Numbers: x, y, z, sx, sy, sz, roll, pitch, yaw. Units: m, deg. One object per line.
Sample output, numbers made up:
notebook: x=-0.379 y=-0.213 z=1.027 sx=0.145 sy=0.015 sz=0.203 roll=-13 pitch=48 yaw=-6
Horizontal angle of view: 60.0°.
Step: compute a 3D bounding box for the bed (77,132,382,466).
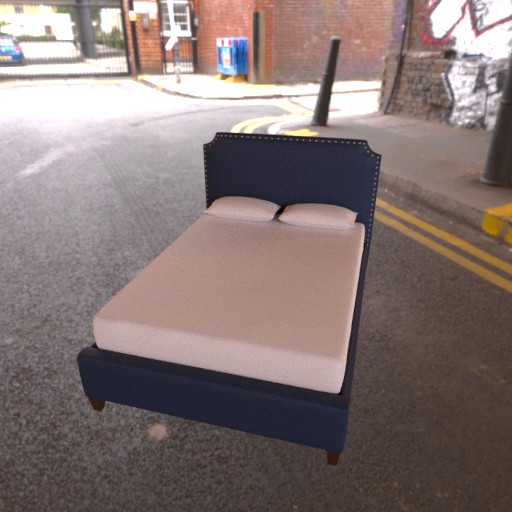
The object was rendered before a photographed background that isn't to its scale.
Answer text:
bed: x=0.000 y=0.000 z=3.468 sx=1.712 sy=1.443 sz=2.372 roll=7 pitch=27 yaw=14
